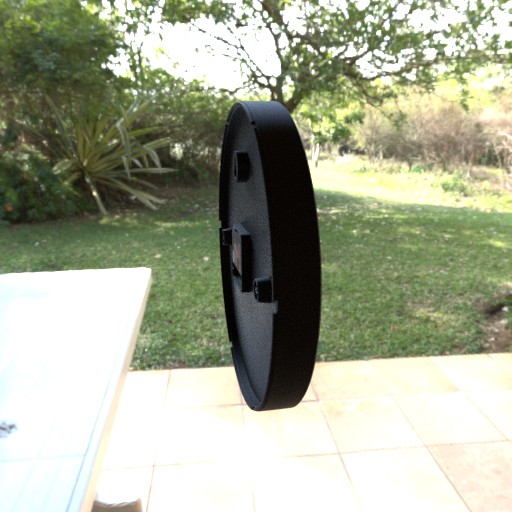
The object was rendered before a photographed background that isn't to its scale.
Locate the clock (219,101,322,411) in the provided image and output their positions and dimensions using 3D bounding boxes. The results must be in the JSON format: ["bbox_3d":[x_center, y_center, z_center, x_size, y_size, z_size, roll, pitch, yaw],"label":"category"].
[{"bbox_3d":[0.000,0.000,0.444,0.040,0.293,0.293,-3,16,-11],"label":"clock"}]
